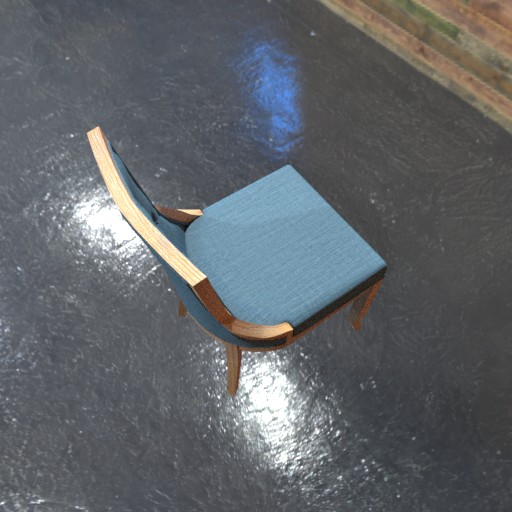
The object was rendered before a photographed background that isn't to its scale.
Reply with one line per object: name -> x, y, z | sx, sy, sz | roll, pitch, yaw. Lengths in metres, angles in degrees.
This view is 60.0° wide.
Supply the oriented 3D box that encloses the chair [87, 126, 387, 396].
chair -> 0.000, 0.000, 1.345 | 0.641, 0.947, 0.524 | -30, 63, -17
